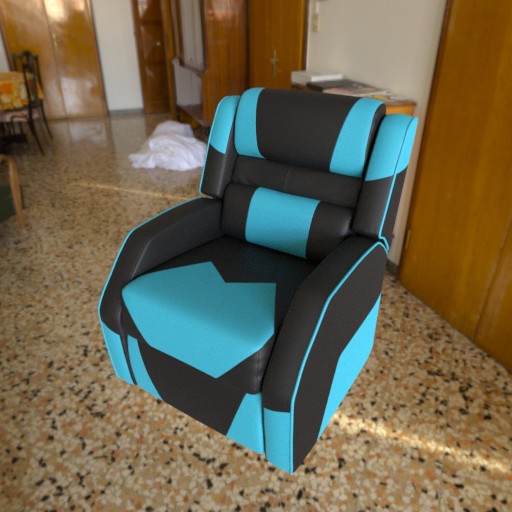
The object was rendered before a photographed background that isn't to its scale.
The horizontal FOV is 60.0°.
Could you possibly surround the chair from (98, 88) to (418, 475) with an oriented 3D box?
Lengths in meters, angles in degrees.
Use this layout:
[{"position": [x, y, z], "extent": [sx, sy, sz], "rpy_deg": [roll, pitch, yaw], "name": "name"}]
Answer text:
[{"position": [0.000, 0.000, 1.253], "extent": [0.620, 0.805, 0.672], "rpy_deg": [17, 33, 28], "name": "chair"}]
